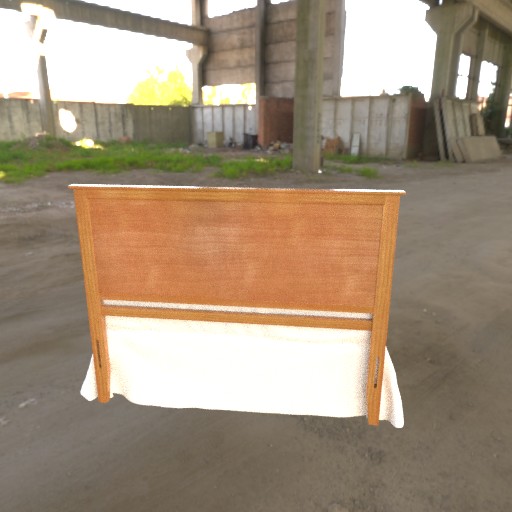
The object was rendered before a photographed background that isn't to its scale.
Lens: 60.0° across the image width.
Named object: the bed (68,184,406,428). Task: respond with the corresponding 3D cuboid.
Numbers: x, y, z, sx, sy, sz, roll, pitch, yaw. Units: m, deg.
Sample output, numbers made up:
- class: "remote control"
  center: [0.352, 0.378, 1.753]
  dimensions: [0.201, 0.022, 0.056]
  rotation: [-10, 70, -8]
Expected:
- class: "bed"
  center: [0.000, 0.000, 3.258]
  dimensions: [1.870, 1.273, 2.035]
  rotation: [2, 17, 7]
